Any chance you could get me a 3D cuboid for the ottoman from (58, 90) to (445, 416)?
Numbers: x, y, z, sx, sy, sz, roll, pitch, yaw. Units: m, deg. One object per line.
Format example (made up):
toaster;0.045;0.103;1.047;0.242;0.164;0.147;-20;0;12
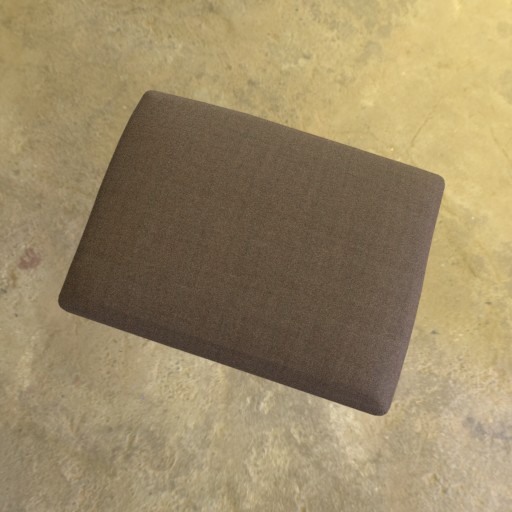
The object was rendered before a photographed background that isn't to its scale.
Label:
ottoman;0.000;0.000;1.229;0.809;0.555;0.599;18;78;4
